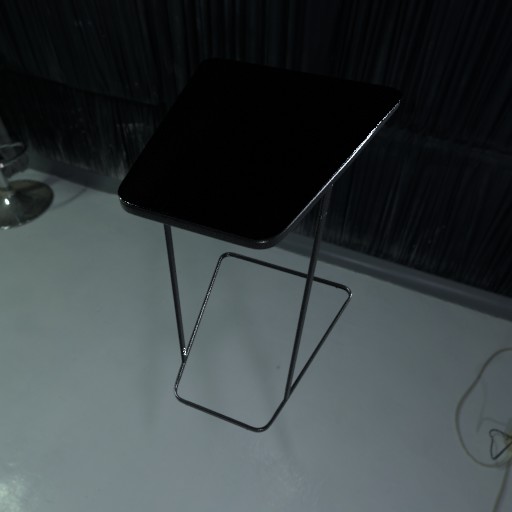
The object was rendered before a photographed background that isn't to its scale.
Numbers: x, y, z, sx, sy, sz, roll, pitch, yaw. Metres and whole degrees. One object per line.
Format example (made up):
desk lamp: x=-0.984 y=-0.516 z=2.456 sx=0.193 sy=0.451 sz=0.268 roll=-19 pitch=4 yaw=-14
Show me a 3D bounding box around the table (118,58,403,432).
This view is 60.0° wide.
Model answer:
table: x=0.000 y=0.000 z=0.984 sx=0.427 sy=0.624 sz=0.500 roll=16 pitch=48 yaw=15
